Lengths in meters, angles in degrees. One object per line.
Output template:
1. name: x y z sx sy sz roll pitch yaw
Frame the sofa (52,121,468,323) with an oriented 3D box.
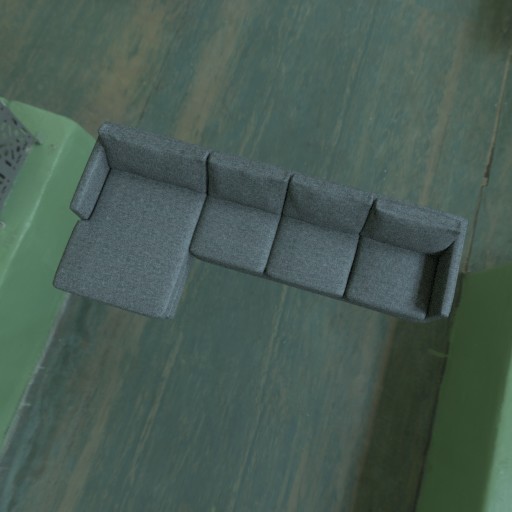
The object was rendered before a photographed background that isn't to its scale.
1. sofa: 0.000 0.000 4.119 3.485 0.960 1.635 16 77 4
